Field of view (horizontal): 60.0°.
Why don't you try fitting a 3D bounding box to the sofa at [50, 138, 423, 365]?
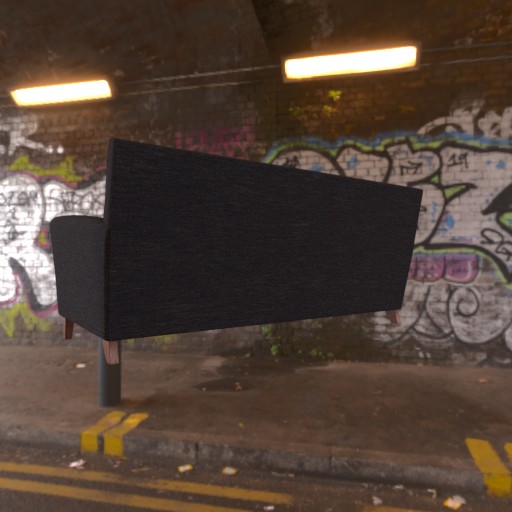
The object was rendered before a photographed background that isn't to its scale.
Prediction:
[{"bbox_3d":[0.000,0.000,2.483,1.976,0.846,0.875,0,-1,-37],"label":"sofa"}]
